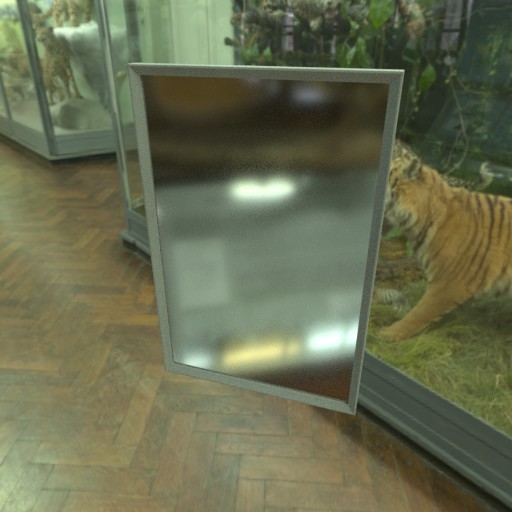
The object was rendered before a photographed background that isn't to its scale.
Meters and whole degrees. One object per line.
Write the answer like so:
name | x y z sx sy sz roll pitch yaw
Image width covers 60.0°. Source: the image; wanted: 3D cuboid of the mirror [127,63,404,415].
mirror | 0.000 0.000 1.160 0.609 0.915 0.041 9 29 16
